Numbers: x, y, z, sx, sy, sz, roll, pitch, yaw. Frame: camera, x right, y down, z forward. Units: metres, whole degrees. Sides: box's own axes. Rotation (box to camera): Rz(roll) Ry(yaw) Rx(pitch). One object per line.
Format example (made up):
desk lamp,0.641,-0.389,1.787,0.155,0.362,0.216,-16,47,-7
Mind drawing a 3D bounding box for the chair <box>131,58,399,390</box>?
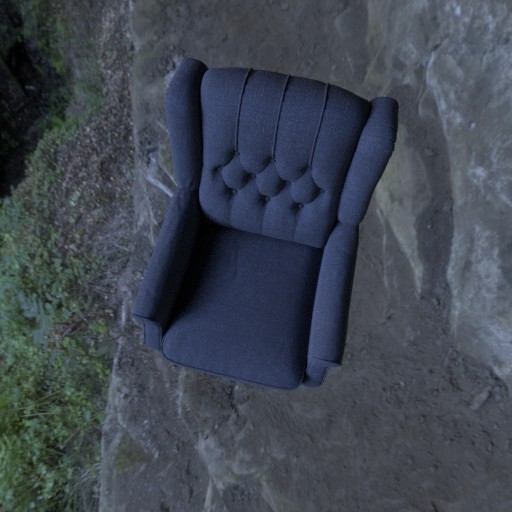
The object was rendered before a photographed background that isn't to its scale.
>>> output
chair,0.000,0.000,1.637,0.742,1.035,0.898,13,75,3
